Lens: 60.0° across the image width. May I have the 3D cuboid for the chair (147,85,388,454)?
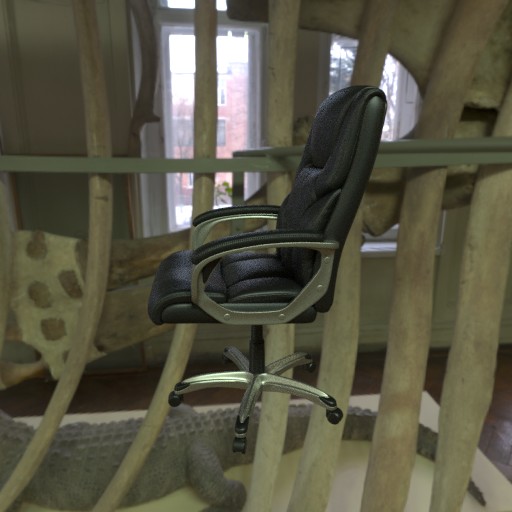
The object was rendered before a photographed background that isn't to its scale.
[{"bbox_3d":[0.000,0.000,1.599,0.739,1.155,0.663,-2,14,-7],"label":"chair"}]
